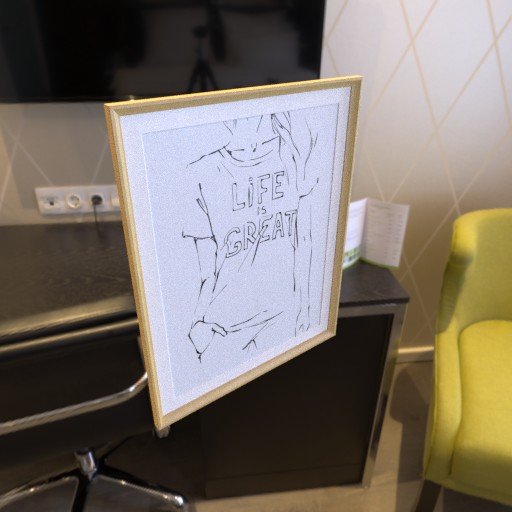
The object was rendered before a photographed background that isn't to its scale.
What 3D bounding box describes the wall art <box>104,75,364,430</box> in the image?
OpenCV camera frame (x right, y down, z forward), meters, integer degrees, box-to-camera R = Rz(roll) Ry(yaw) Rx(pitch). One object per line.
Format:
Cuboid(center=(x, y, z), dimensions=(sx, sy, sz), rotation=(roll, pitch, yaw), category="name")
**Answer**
Cuboid(center=(0.000, 0.000, 1.397), dimensions=(0.798, 1.002, 0.030), rotation=(-20, 35, -32), category="wall art")
